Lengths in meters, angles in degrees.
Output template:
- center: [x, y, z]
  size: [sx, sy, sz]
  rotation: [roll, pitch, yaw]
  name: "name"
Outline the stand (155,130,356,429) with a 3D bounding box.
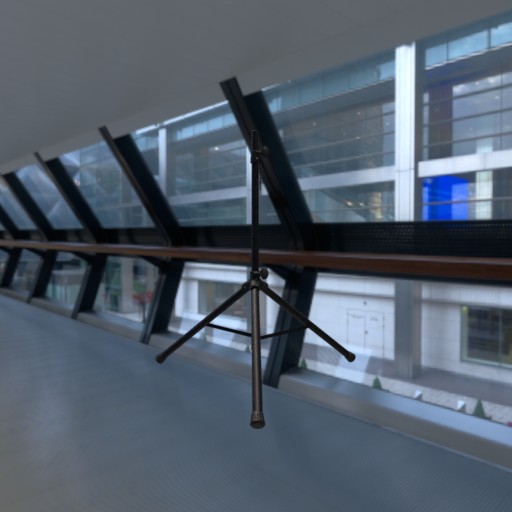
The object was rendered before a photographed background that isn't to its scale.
- center: [0.000, 0.000, 1.891]
  size: [1.045, 1.136, 0.907]
  rotation: [0, 1, 0]
  name: "stand"
